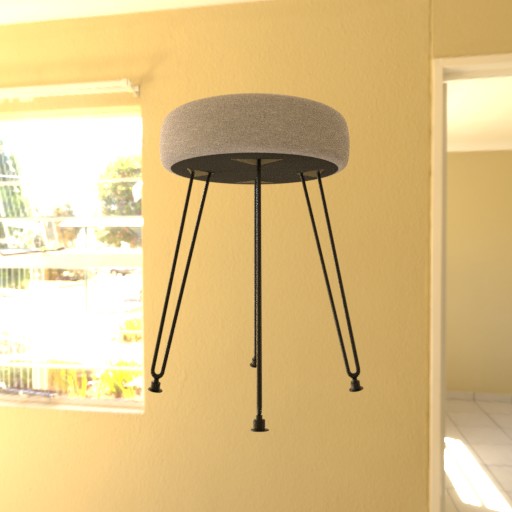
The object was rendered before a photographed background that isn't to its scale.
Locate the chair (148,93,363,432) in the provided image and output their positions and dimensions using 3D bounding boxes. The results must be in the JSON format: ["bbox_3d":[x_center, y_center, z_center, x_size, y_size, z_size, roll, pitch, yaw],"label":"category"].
[{"bbox_3d":[0.000,0.000,0.716,0.350,0.440,0.350,0,0,-1],"label":"chair"}]
